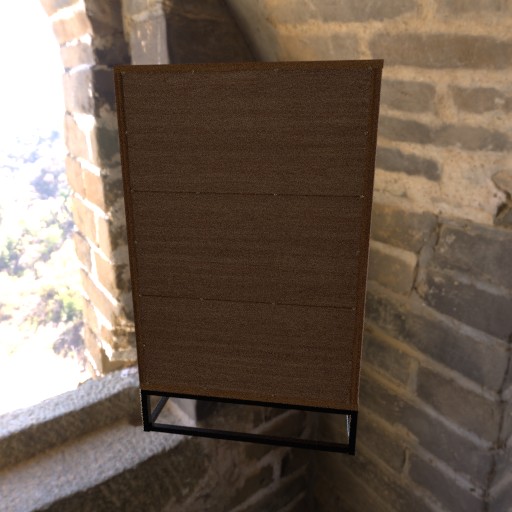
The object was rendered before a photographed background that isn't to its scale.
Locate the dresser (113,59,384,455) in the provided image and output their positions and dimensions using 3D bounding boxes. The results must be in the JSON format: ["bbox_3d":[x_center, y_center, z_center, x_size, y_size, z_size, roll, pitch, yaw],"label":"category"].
[{"bbox_3d":[0.000,0.000,1.610,0.761,1.240,0.479,3,16,9],"label":"dresser"}]
